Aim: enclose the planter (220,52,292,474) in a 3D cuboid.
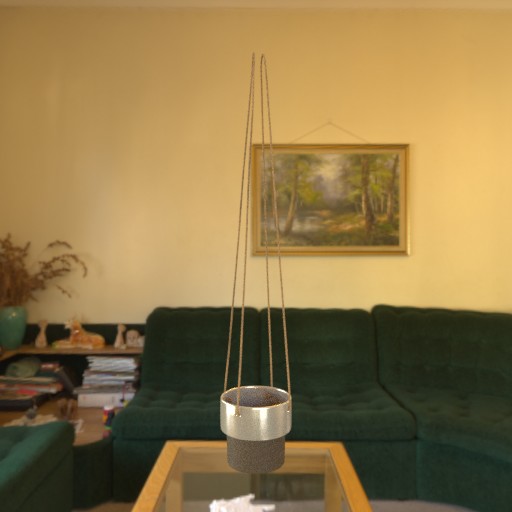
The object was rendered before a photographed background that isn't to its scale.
[{"bbox_3d":[0.000,0.000,1.167,0.187,1.073,0.187,0,0,-17],"label":"planter"}]
